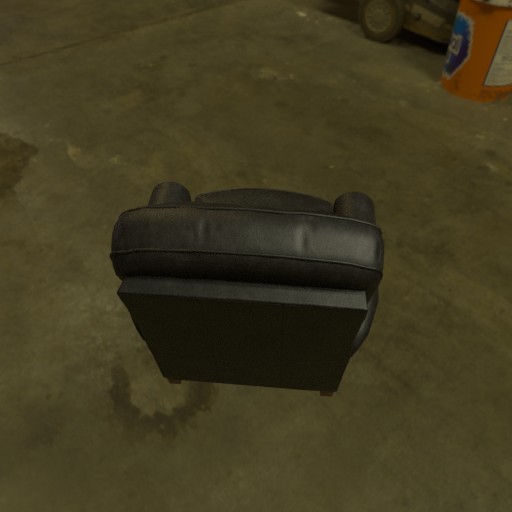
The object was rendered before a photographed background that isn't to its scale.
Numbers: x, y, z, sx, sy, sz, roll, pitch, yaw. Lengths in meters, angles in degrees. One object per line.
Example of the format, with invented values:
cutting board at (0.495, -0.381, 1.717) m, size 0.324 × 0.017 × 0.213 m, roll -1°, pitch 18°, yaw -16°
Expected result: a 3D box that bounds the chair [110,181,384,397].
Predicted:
chair at (0.000, 0.000, 1.737) m, size 0.936 × 1.018 × 0.986 m, roll 4°, pitch 46°, yaw 4°
